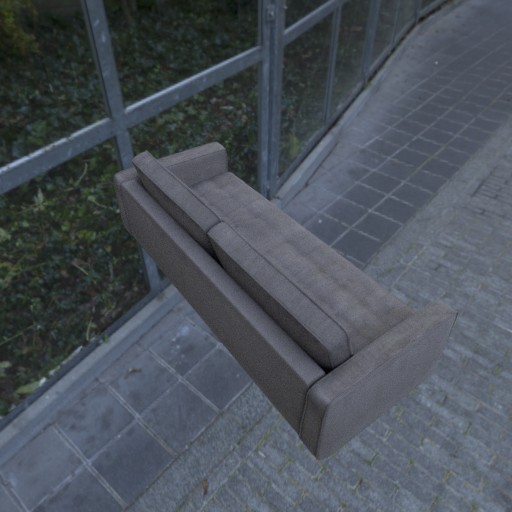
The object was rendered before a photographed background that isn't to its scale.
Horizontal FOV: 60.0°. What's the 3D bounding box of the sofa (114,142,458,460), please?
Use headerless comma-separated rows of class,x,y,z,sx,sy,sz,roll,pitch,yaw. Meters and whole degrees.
sofa,0.000,0.000,2.802,0.923,0.813,2.295,-26,48,-26
